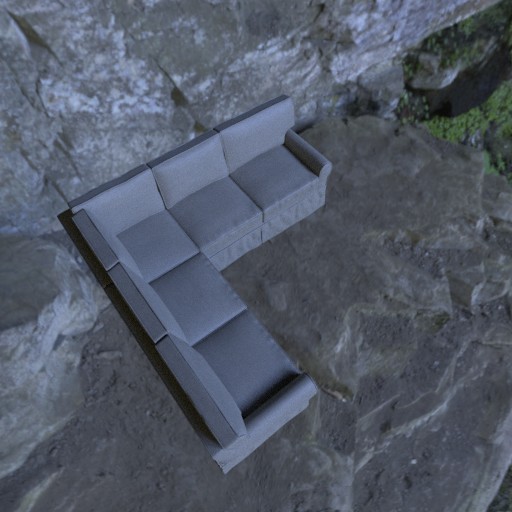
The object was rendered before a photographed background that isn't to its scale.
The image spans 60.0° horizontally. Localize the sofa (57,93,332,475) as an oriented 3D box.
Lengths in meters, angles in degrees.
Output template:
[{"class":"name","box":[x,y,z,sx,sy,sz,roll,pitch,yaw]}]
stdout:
[{"class":"sofa","box":[0.000,0.000,4.172,2.623,1.081,2.618,-33,64,-18]}]
